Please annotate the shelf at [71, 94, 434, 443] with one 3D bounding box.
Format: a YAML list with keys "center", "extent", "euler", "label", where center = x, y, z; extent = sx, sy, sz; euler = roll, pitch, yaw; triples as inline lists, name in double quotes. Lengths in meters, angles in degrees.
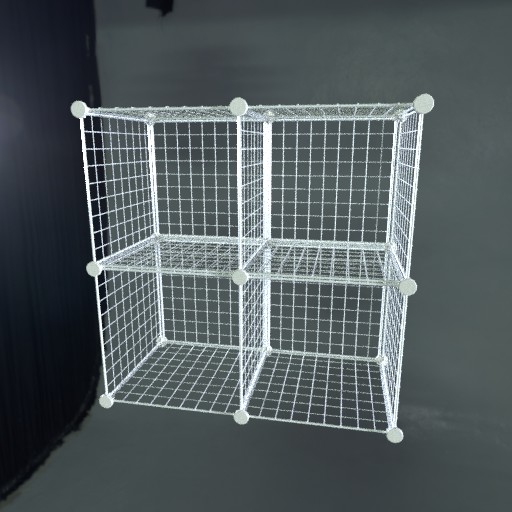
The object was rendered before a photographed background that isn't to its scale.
- center: [0.000, 0.000, 1.103]
  extent: [0.711, 0.711, 0.356]
  euler: [3, 14, 11]
  label: "shelf"
